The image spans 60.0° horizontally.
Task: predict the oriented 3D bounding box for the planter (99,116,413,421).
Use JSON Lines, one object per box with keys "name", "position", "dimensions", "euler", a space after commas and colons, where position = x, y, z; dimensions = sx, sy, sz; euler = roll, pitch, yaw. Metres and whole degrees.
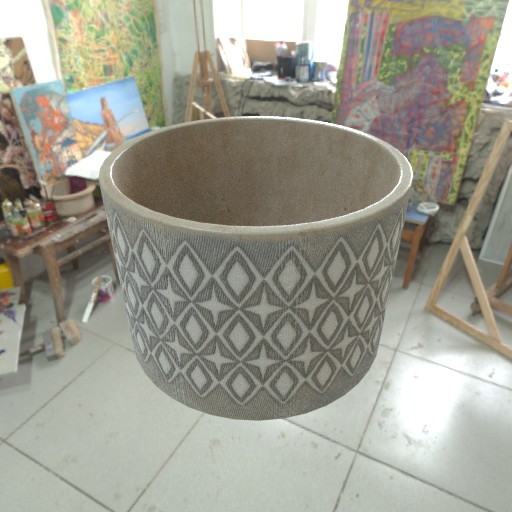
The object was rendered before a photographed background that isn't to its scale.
{"name": "planter", "position": [0.000, 0.000, 0.275], "dimensions": [0.164, 0.127, 0.164], "euler": [0, 33, 0]}
